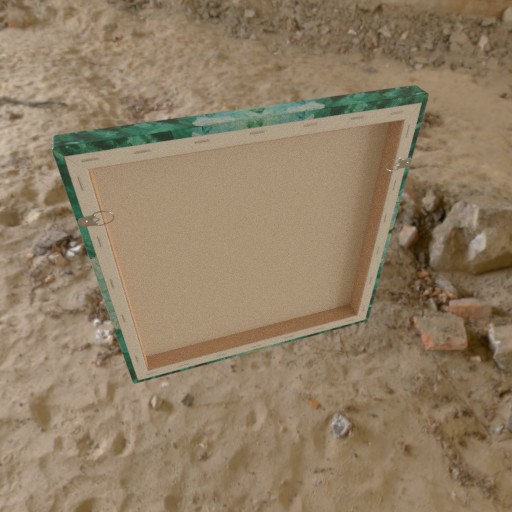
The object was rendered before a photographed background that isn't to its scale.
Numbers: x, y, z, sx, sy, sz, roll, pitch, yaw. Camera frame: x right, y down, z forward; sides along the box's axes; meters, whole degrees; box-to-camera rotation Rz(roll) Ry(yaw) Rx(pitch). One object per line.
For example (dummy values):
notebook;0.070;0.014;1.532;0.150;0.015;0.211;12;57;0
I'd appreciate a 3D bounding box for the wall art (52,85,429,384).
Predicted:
wall art;0.000;0.000;0.750;0.507;0.508;0.038;-12;44;-13
